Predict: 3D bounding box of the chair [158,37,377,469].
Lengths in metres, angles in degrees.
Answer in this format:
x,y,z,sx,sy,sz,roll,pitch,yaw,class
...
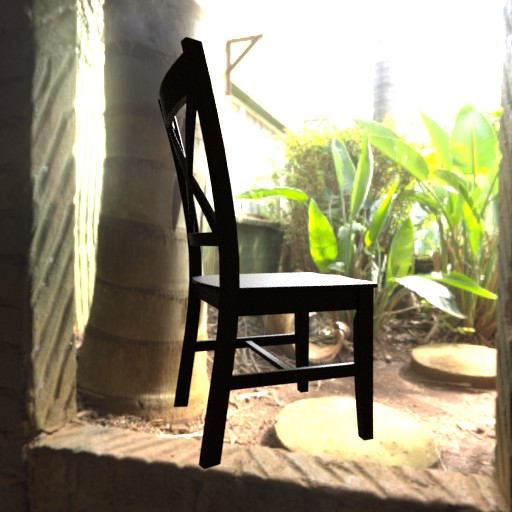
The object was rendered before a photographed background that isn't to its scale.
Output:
x,y,z,sx,sy,sz,roll,pitch,yaw,class
0.000,0.000,1.297,0.542,0.983,0.485,-1,2,-19,chair
